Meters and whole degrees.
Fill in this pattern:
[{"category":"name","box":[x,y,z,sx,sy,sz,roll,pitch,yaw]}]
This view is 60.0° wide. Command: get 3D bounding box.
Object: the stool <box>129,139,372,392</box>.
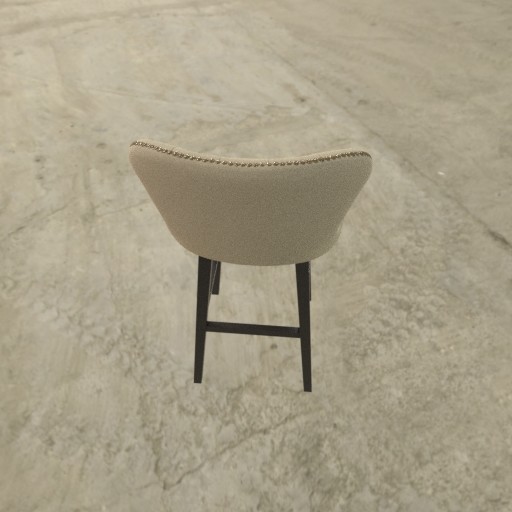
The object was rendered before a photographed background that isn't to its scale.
[{"category":"stool","box":[0.000,0.000,1.419,0.528,1.066,0.605,3,45,3]}]
